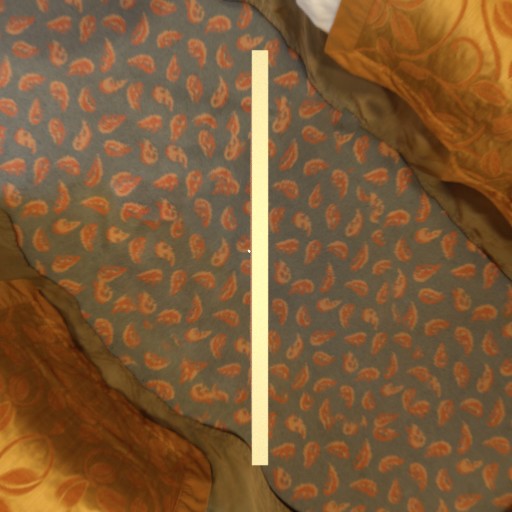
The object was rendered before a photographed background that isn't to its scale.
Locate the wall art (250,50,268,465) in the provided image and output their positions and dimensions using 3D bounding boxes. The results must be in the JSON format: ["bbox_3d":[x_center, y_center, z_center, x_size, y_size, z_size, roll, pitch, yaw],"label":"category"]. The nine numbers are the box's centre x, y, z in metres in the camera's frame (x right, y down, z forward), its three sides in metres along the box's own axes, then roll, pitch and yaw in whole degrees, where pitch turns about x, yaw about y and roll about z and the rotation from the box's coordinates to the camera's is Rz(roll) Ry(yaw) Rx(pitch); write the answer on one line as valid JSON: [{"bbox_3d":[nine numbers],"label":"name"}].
[{"bbox_3d":[0.000,0.000,1.112,0.026,0.811,0.661,0,91,-1],"label":"wall art"}]
